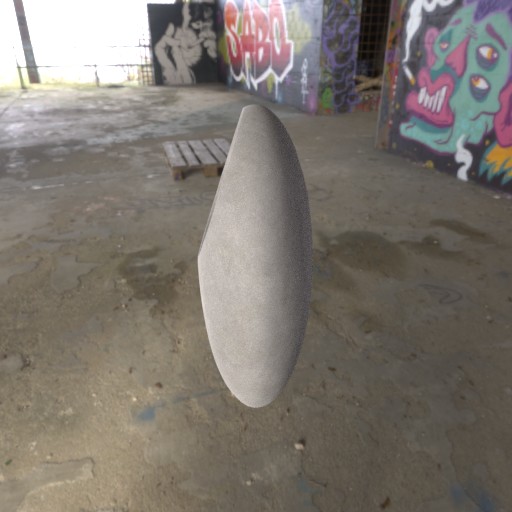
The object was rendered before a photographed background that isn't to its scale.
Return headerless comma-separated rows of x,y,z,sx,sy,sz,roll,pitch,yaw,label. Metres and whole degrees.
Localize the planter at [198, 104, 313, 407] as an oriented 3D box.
0.000,0.000,0.290,0.071,0.188,0.185,0,26,0,planter
